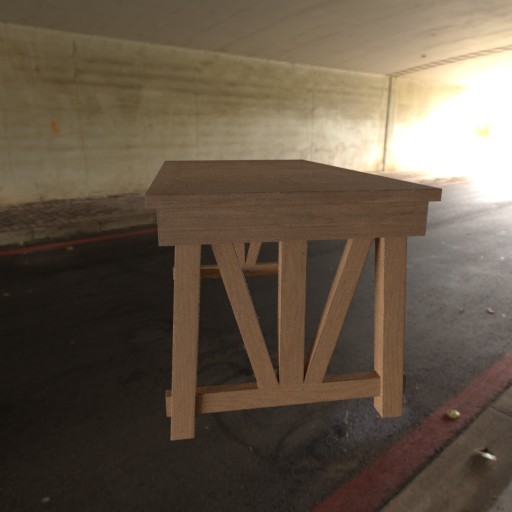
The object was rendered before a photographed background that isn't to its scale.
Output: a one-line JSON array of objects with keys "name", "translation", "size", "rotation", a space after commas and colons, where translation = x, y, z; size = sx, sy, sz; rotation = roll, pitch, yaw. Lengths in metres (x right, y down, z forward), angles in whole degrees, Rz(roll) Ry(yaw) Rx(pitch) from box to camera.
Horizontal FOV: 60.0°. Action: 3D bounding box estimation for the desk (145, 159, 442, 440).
[{"name": "desk", "translation": [0.000, 0.000, 1.992], "size": [0.813, 0.762, 1.499], "rotation": [-2, 16, -9]}]
